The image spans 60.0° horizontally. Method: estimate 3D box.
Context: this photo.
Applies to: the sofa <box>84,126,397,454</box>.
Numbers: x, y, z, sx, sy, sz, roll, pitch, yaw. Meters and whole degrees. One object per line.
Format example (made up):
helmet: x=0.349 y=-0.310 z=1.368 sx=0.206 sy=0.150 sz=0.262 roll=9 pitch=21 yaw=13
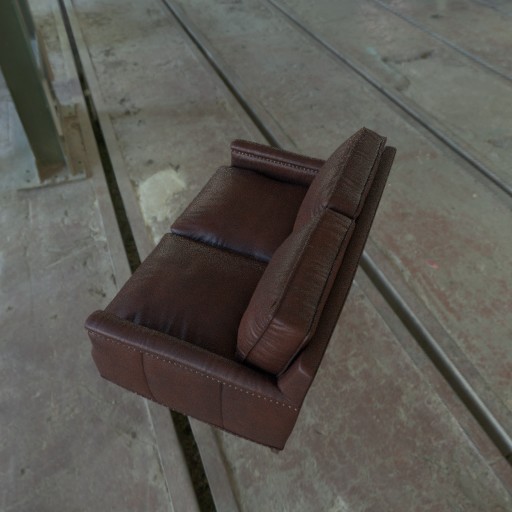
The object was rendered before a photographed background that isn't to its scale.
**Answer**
sofa: x=0.000 y=0.000 z=2.362 sx=1.083 sy=1.003 sz=1.628 roll=17 pitch=49 yaw=15
